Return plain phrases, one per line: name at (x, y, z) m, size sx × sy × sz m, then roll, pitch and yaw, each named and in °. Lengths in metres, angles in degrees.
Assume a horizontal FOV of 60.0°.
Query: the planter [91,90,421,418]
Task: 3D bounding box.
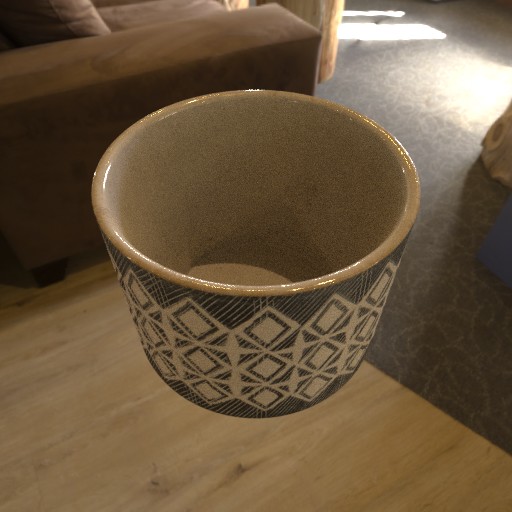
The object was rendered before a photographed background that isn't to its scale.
planter at (0.000, 0.000, 0.213) m, size 0.126 × 0.104 × 0.126 m, roll 0°, pitch 48°, yaw 0°
